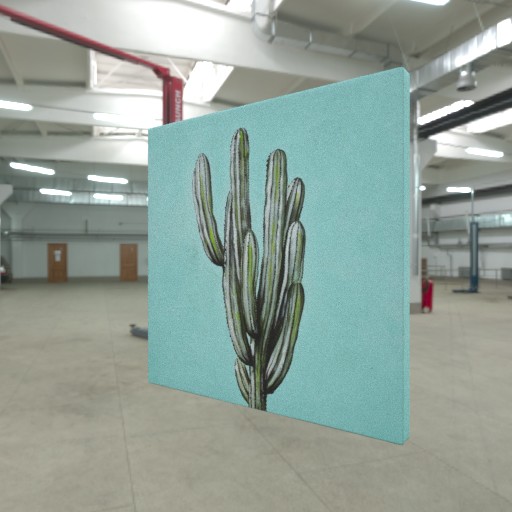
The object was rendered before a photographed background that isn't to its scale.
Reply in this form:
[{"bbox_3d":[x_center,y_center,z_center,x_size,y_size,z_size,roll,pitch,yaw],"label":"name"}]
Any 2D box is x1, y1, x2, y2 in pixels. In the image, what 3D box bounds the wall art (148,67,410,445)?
[{"bbox_3d":[0.000,0.000,1.136,0.765,0.766,0.054,0,0,35],"label":"wall art"}]
